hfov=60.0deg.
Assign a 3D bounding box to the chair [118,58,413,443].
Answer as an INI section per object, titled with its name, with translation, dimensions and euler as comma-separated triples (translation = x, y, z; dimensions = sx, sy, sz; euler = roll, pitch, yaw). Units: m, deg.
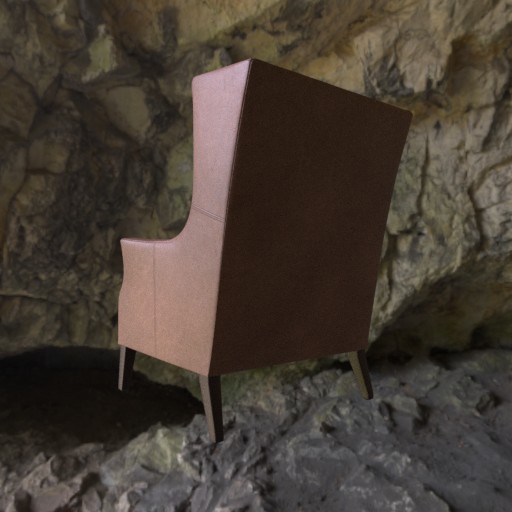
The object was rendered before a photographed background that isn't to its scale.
[chair]
translation = 0.000, 0.000, 1.698
dimensions = 0.815, 1.088, 0.913
euler = 1, -1, -37
